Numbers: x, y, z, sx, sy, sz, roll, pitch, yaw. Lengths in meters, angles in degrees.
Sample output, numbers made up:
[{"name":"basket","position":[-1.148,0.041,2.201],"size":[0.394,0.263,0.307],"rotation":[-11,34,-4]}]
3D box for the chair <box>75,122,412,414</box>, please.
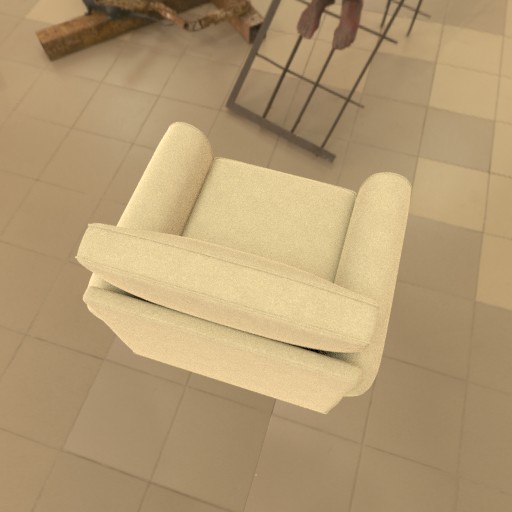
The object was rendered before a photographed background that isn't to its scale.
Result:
[{"name":"chair","position":[0.000,0.000,1.731],"size":[1.040,0.955,0.863],"rotation":[15,65,7]}]
